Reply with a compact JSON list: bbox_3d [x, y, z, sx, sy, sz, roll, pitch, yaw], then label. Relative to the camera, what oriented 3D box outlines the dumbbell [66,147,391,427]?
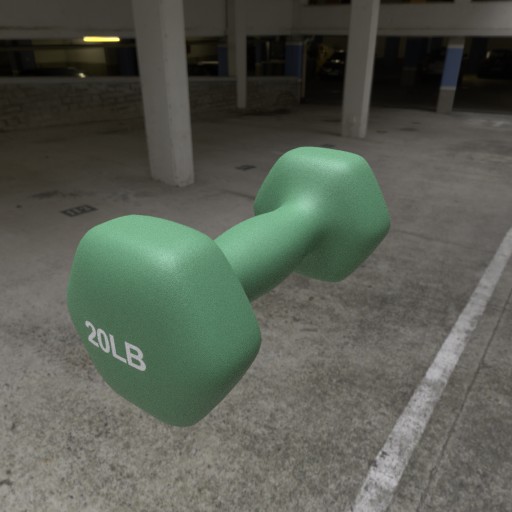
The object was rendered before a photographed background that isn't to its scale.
[{"bbox_3d":[0.000,0.000,0.324,0.126,0.114,0.257,18,32,31],"label":"dumbbell"}]
